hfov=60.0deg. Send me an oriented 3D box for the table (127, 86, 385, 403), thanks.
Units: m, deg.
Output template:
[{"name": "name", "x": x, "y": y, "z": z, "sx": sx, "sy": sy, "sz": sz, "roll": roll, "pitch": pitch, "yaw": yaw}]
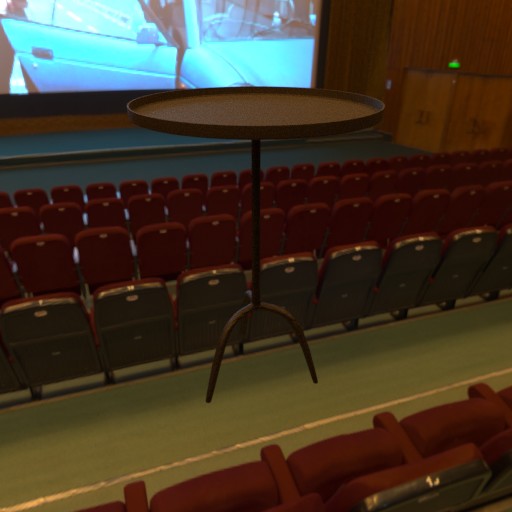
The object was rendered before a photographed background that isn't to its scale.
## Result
[{"name": "table", "x": 0.000, "y": 0.000, "z": 1.050, "sx": 0.502, "sy": 0.700, "sz": 0.502, "roll": -9, "pitch": 29, "yaw": -17}]
